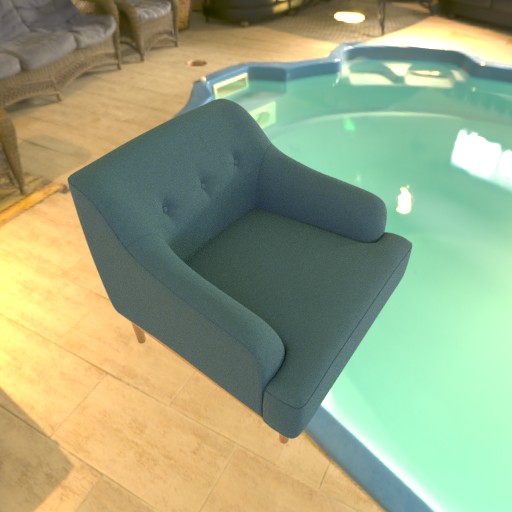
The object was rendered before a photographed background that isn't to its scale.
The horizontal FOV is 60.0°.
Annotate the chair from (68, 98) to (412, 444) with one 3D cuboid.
[{"bbox_3d":[0.000,0.000,1.710,0.951,0.818,0.946,25,47,25],"label":"chair"}]
